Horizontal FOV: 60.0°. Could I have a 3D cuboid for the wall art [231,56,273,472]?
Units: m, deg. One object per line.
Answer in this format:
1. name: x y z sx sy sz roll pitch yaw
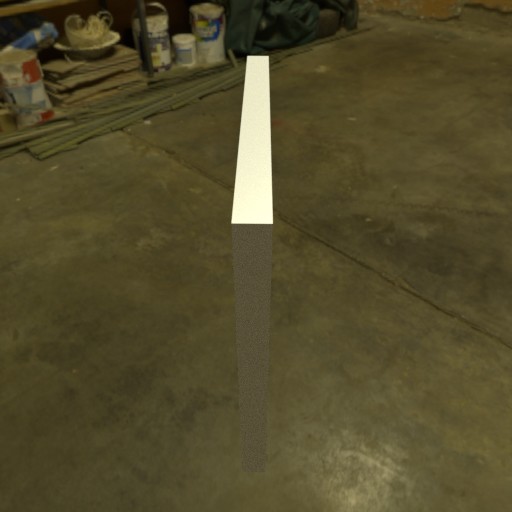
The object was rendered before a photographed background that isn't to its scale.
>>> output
1. wall art: 0.000 0.000 0.760 0.038 0.506 0.506 1 40 1
